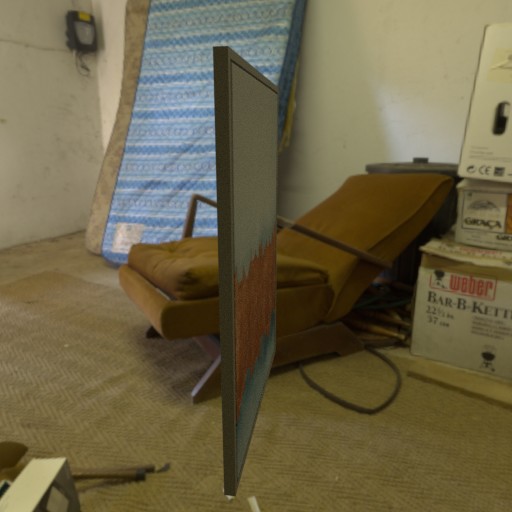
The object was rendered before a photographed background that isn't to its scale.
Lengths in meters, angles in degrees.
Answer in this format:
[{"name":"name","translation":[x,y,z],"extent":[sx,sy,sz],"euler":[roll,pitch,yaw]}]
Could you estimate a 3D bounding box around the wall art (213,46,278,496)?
[{"name":"wall art","translation":[0.000,0.000,1.356],"extent":[0.034,1.042,0.789],"euler":[3,16,9]}]
